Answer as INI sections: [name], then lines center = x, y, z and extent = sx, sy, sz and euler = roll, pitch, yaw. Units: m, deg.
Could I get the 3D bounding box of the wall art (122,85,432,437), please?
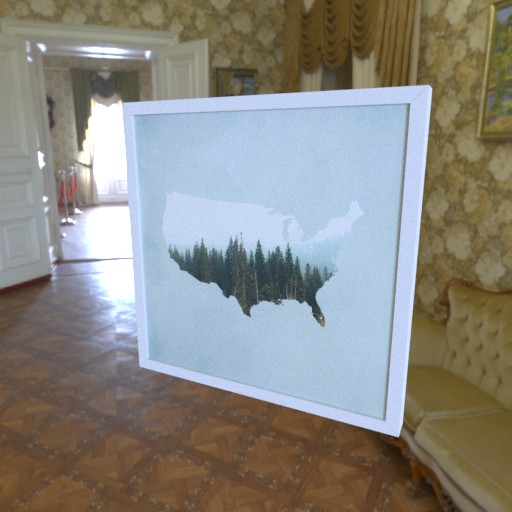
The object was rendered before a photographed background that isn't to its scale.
[wall art]
center = 0.000, 0.000, 0.447
extent = 0.304, 0.304, 0.024
euler = 7, 15, 26
